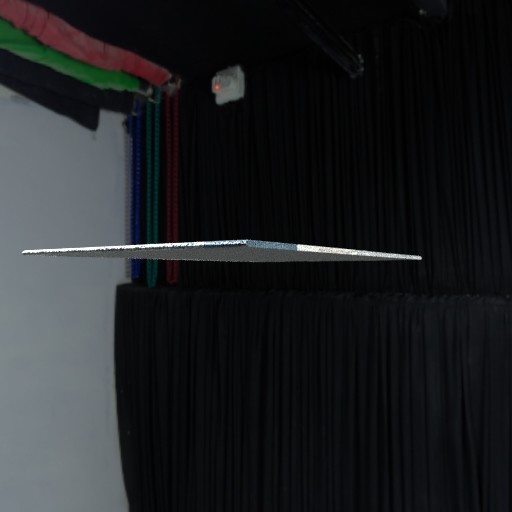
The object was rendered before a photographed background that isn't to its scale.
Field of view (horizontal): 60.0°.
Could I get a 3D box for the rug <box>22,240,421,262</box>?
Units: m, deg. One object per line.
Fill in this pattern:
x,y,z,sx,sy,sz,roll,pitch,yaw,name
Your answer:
0.000,0.000,2.359,1.238,0.020,1.847,-1,-2,35,rug
